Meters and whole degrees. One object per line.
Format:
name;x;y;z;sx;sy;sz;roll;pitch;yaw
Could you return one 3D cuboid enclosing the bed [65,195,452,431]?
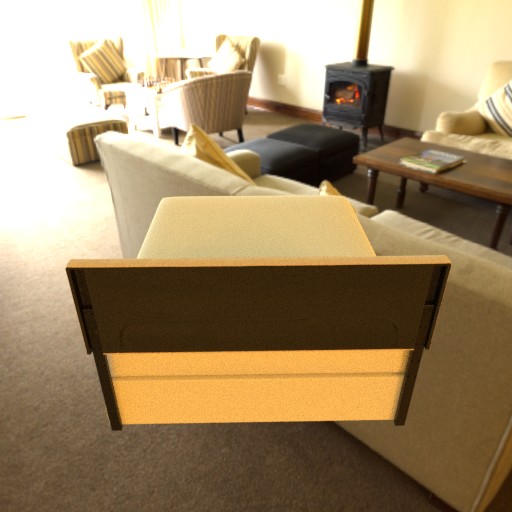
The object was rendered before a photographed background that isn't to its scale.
bed;0.000;0.000;2.859;1.616;1.016;1.876;-1;30;-1
